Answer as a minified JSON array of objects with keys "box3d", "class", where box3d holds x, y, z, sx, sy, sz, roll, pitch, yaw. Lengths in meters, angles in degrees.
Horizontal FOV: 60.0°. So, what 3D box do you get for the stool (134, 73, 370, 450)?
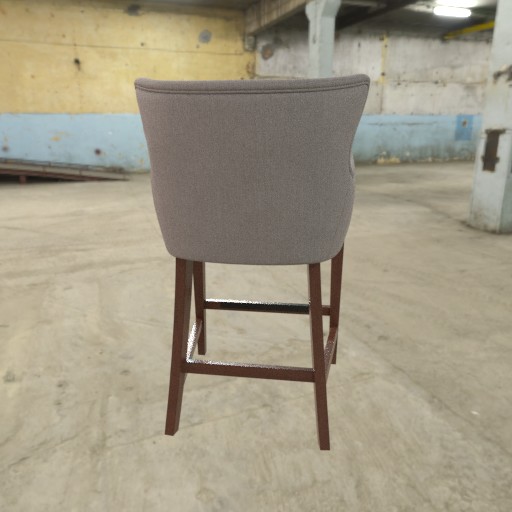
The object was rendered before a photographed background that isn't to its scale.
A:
[{"box3d":[0.000,0.000,1.298,0.575,0.951,0.575,2,16,8],"class":"stool"}]
